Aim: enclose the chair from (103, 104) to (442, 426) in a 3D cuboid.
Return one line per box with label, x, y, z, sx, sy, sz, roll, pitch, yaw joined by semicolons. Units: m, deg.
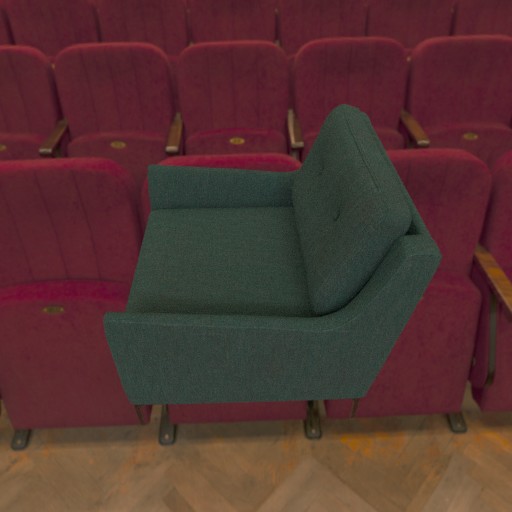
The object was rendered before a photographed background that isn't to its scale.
chair;0.000;0.000;1.546;0.849;0.828;0.847;-1;41;-1
